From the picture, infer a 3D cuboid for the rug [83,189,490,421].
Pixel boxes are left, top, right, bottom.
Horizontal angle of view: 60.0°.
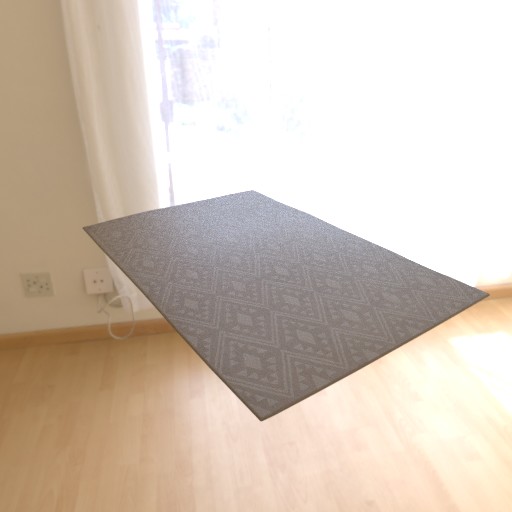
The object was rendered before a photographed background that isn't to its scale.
[{"bbox_3d":[0.000,0.000,2.301,1.252,0.034,1.829,-18,32,-31],"label":"rug"}]
